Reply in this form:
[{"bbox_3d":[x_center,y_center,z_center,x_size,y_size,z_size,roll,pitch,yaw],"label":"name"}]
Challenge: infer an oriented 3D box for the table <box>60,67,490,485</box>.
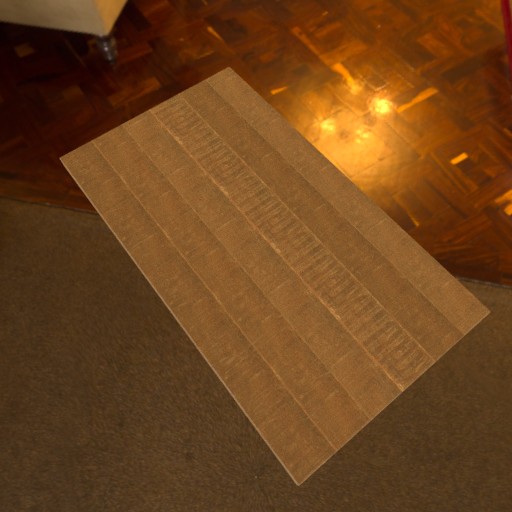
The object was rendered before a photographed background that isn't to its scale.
[{"bbox_3d":[0.000,0.000,1.740,0.800,0.440,1.400,-35,69,-16],"label":"table"}]
